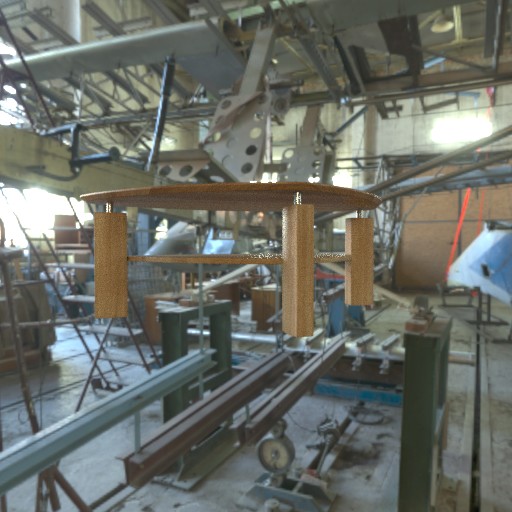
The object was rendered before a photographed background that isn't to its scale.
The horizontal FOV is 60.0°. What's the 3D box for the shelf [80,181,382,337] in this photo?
[{"bbox_3d":[0.000,0.000,1.658,1.240,0.439,0.863,-1,2,-19],"label":"shelf"}]
